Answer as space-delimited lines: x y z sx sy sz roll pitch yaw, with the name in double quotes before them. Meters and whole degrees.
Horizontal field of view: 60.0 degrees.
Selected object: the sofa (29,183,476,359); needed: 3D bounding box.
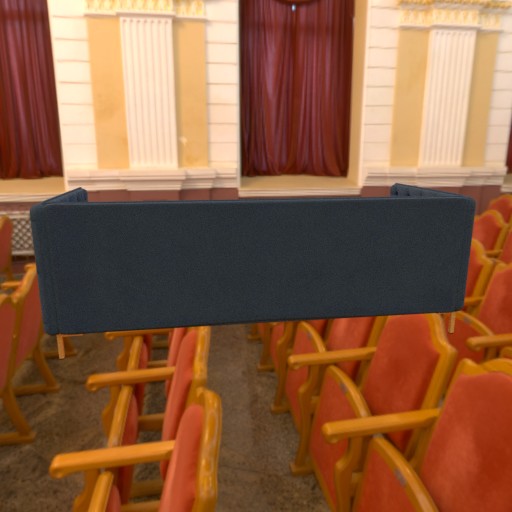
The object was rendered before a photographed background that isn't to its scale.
"sofa" 0.000 0.000 2.614 2.209 0.771 0.895 -2 14 -8
